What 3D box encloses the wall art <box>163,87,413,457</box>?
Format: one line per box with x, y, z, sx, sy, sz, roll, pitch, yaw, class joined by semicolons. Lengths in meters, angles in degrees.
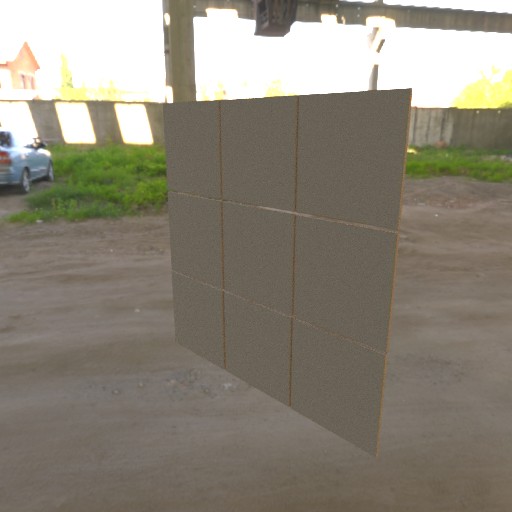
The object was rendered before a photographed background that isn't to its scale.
0.000;0.000;1.360;0.010;0.917;0.919;-16;22;-42;wall art
